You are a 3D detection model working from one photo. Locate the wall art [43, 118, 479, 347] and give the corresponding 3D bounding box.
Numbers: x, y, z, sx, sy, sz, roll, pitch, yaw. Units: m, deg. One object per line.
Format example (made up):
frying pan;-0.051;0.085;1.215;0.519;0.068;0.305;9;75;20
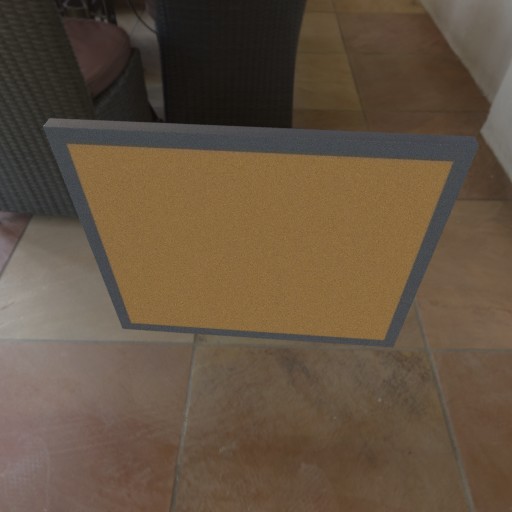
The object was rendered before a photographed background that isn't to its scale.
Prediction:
wall art;0.000;0.000;0.881;0.660;0.558;0.026;3;47;3
